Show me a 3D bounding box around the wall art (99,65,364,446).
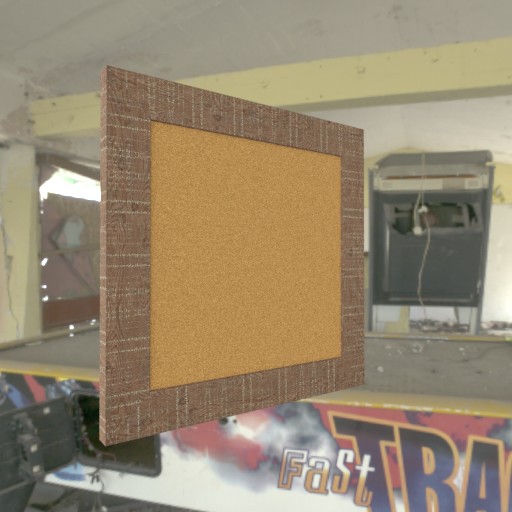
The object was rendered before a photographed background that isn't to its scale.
[{"bbox_3d":[0.000,0.000,0.781,0.531,0.531,0.029,0,-1,-35],"label":"wall art"}]
